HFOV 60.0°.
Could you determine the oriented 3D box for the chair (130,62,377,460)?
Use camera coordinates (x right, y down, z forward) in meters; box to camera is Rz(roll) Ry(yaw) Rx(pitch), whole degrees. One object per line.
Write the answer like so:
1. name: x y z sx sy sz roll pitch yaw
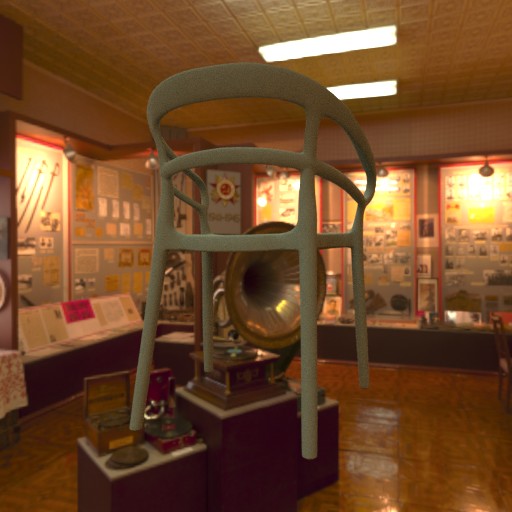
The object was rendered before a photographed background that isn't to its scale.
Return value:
1. chair: 0.000 0.000 1.128 0.559 0.761 0.527 0 1 20
